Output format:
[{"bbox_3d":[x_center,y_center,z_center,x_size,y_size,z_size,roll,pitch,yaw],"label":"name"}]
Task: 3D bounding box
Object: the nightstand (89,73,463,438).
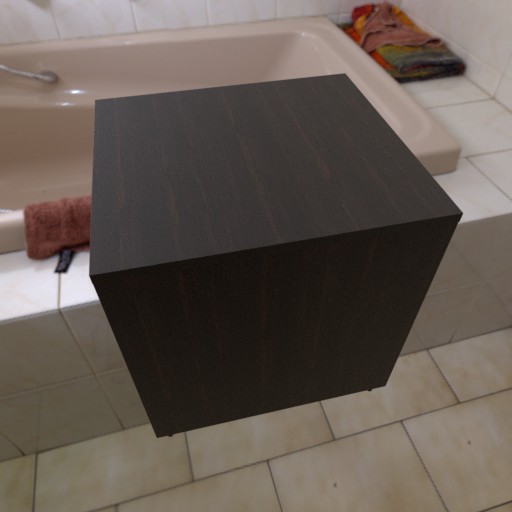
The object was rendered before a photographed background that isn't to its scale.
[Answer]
[{"bbox_3d":[0.000,0.000,0.811,0.461,0.460,0.400,-10,47,-9],"label":"nightstand"}]
